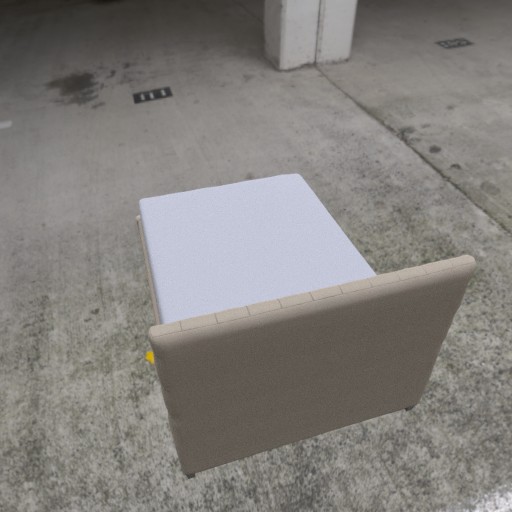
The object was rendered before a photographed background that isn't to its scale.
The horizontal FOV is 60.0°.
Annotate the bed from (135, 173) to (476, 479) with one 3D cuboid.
[{"bbox_3d":[0.000,0.000,3.388,1.698,1.427,2.387,-12,42,-13],"label":"bed"}]
